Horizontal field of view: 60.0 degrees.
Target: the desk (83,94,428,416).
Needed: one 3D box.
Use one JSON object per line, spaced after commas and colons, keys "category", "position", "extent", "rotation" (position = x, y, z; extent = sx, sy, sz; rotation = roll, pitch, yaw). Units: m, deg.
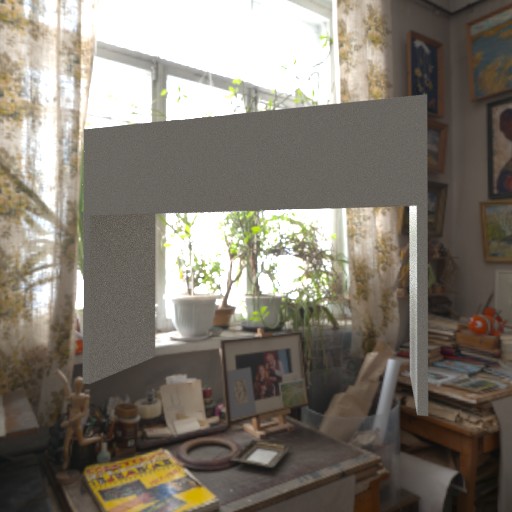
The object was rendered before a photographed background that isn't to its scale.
{"category": "desk", "position": [0.000, 0.000, 1.423], "extent": [1.000, 0.790, 0.400], "rotation": [0, -1, 17]}
